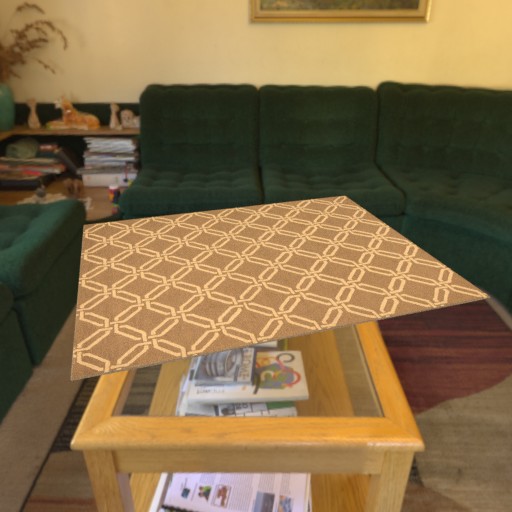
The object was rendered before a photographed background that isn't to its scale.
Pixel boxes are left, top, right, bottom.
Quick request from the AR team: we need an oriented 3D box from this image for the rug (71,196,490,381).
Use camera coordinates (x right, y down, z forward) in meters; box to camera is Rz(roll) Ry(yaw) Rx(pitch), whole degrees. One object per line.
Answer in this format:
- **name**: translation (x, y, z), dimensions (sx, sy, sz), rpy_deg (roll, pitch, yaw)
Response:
- **rug**: translation (0.000, 0.000, 3.842), dimensions (2.895, 0.018, 2.288), rpy_deg (-8, 29, -15)
